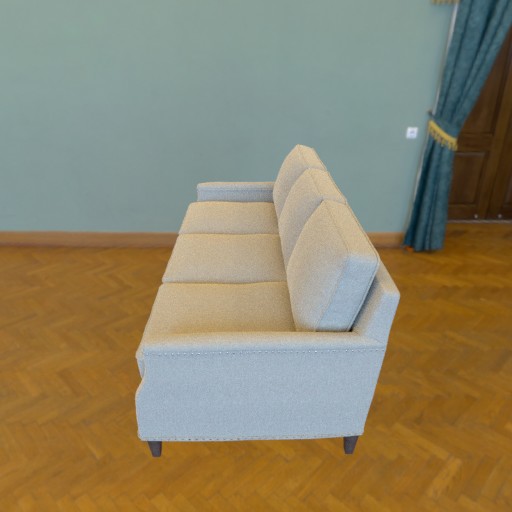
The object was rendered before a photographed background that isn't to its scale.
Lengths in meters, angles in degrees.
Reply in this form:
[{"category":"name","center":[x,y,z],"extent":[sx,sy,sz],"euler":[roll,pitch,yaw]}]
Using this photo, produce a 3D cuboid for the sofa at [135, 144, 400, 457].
[{"category":"sofa","center":[0.000,0.000,2.787],"extent":[1.084,1.003,2.246],"euler":[0,26,-1]}]
